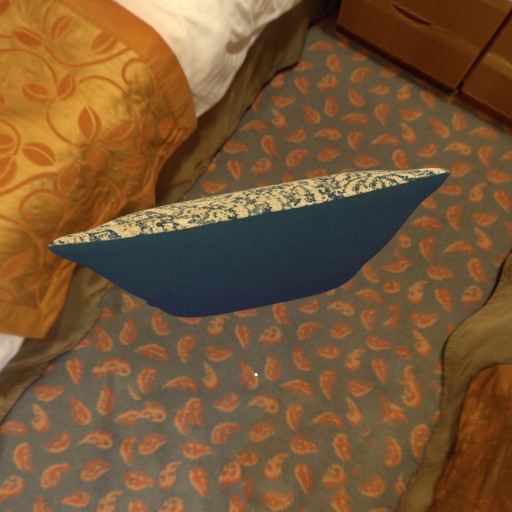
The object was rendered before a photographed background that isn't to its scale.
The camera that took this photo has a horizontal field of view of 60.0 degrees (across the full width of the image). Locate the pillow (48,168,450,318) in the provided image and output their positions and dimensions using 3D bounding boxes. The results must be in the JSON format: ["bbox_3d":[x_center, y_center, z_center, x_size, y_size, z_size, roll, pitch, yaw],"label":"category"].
[{"bbox_3d":[0.000,0.000,0.802,0.523,0.510,0.166,-11,75,-3],"label":"pillow"}]
